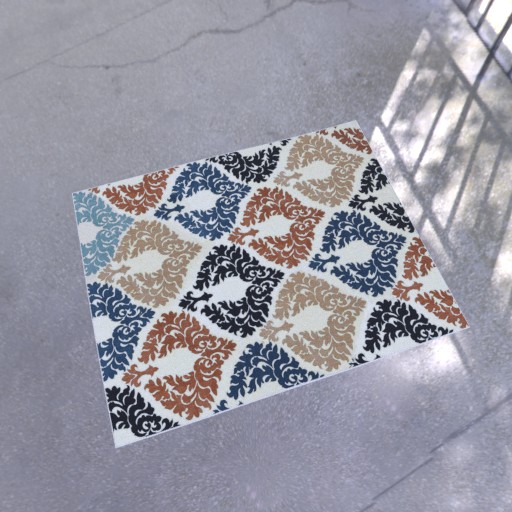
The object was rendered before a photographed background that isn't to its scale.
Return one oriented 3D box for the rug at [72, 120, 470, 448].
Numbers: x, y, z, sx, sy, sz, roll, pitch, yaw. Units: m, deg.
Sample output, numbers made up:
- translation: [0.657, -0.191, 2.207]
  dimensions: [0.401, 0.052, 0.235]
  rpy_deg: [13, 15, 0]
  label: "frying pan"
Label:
- translation: [0.000, 0.000, 4.051]
  dimensions: [3.040, 0.014, 2.423]
  rpy_deg: [-16, 65, -8]
  label: "rug"
